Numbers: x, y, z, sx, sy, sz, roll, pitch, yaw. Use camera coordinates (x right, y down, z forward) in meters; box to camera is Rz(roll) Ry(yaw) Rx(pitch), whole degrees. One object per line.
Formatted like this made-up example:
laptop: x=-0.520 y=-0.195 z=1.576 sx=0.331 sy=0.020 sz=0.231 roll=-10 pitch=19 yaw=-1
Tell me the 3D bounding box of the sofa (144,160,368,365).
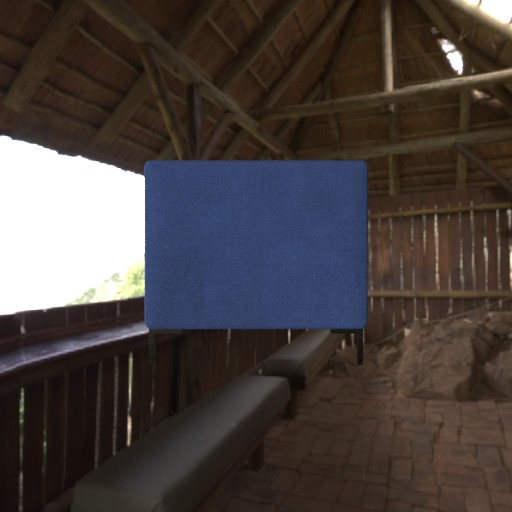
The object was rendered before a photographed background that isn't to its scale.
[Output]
sofa: x=0.000 y=0.000 z=2.325 sx=0.686 sy=0.635 sz=1.981 roll=0 pitch=1 yaw=0
